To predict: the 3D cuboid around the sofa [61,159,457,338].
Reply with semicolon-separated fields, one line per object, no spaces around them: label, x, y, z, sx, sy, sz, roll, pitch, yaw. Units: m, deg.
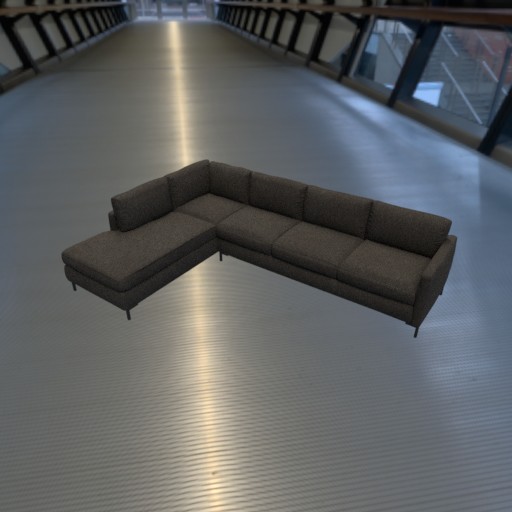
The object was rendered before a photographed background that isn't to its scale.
sofa;0.000;0.000;3.959;2.949;0.815;2.007;20;36;29
